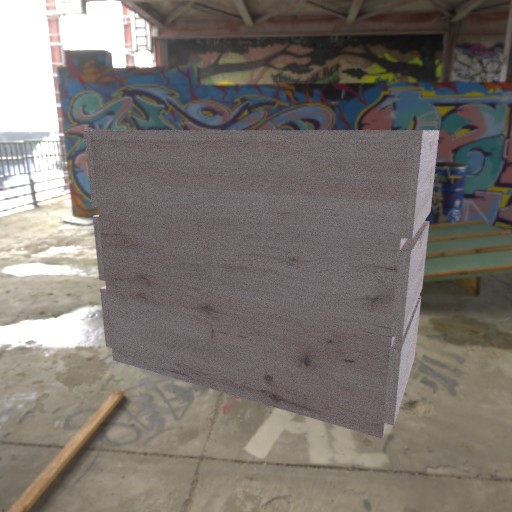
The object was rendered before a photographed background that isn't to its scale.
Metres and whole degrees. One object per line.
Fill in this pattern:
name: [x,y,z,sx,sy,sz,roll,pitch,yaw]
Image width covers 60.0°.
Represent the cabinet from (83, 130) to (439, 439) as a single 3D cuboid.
cabinet: [0.000,0.000,1.504,1.040,0.820,0.420,8,17,25]
